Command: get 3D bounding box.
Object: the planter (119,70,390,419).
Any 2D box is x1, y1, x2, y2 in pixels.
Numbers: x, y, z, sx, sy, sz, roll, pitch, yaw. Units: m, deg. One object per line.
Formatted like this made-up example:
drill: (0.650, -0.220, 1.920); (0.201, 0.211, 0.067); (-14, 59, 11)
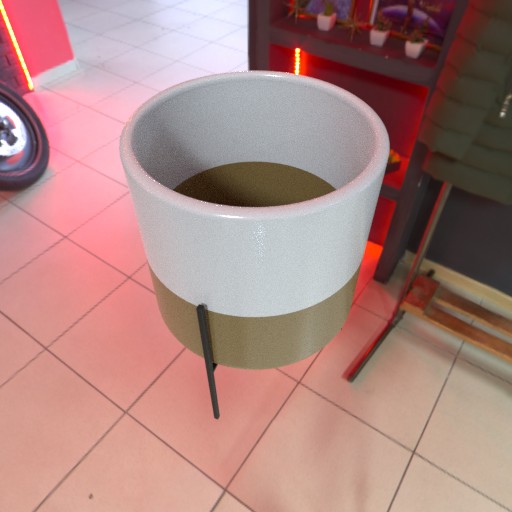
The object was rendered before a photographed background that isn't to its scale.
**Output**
planter: (0.000, 0.000, 0.658); (0.310, 0.432, 0.310); (-17, 49, -15)
